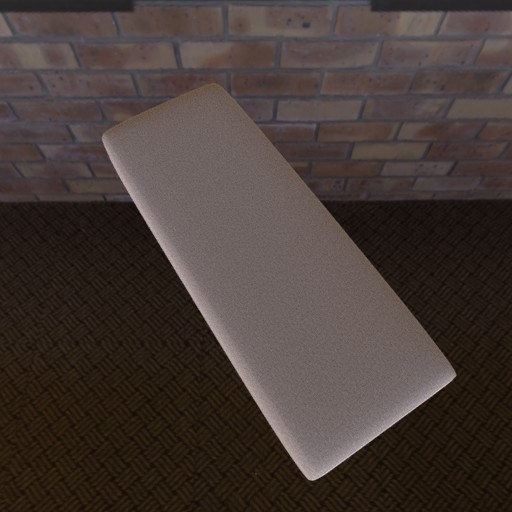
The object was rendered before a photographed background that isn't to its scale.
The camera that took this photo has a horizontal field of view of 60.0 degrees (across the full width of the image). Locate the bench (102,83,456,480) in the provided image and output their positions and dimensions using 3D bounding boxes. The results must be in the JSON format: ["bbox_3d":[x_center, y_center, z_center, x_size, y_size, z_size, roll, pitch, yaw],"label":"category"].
[{"bbox_3d":[0.000,0.000,1.834,0.631,0.383,1.598,-30,67,-14],"label":"bench"}]
